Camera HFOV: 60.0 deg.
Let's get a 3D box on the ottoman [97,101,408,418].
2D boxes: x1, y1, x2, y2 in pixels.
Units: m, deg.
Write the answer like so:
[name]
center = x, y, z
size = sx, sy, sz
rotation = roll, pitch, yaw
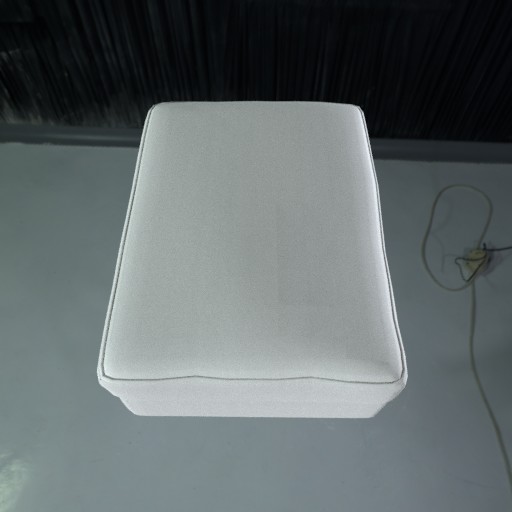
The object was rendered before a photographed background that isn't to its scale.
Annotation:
[ottoman]
center = 0.000, 0.000, 1.216
size = 0.634, 0.479, 0.818
rotation = 0, 59, 0
